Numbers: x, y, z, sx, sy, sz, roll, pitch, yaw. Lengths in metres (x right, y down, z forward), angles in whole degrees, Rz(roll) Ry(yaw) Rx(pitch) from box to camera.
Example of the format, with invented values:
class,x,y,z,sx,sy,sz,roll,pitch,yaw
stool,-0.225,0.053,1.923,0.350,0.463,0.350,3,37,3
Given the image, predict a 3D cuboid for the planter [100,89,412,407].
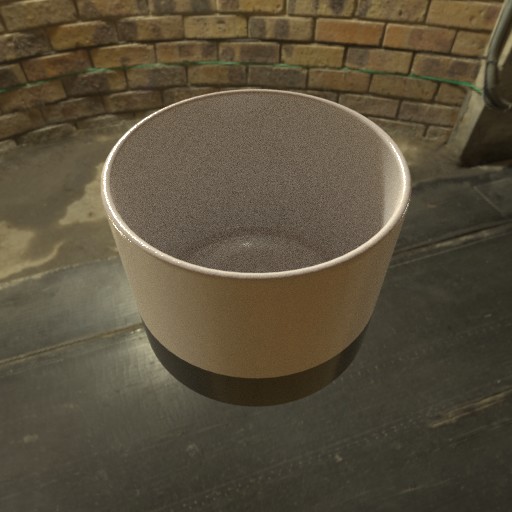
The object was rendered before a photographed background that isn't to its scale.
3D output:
class,x,y,z,sx,sy,sz,roll,pitch,yaw
planter,0.000,0.000,0.346,0.193,0.177,0.193,0,48,0
